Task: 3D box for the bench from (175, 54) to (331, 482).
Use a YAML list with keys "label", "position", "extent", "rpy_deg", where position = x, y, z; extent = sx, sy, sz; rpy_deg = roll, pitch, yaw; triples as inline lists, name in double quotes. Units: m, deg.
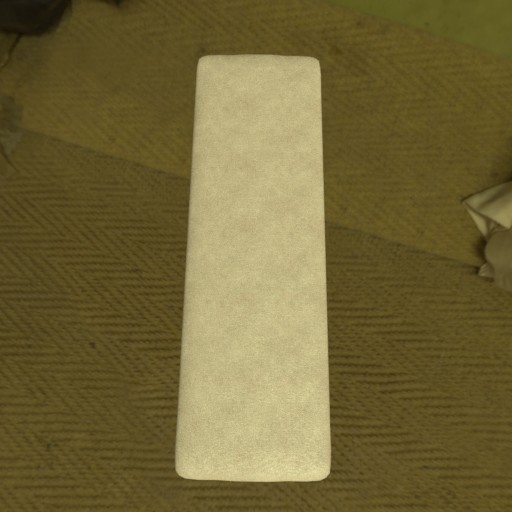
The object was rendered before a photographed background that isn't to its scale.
- label: "bench"
  position: [0.000, 0.000, 1.683]
  extent: [0.470, 0.447, 1.482]
  rpy_deg: [1, 75, 0]
